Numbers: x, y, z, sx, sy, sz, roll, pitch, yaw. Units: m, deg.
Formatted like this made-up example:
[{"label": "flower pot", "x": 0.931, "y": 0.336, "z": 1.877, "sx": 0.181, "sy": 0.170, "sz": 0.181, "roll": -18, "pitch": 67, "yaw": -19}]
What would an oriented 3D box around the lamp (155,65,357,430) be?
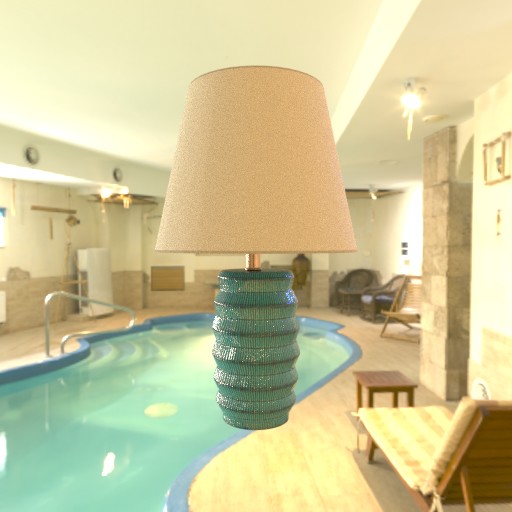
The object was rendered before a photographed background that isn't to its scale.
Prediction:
[{"label": "lamp", "x": 0.000, "y": 0.000, "z": 0.795, "sx": 0.355, "sy": 0.582, "sz": 0.355, "roll": 0, "pitch": 2, "yaw": 0}]
